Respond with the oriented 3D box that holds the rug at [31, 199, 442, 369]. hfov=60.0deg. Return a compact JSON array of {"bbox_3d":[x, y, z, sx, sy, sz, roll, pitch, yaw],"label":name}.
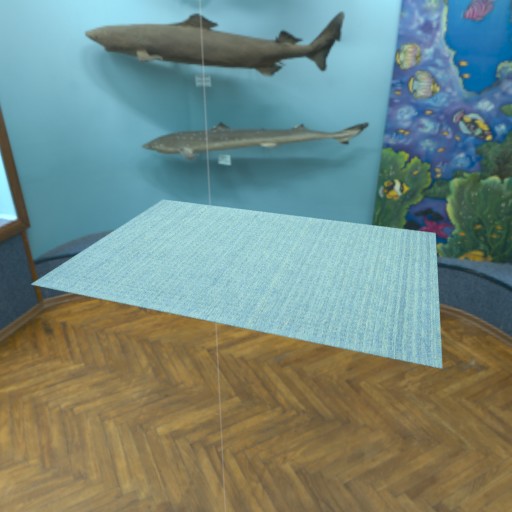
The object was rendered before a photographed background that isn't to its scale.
[{"bbox_3d":[0.000,0.000,3.752,2.895,0.006,1.982,9,28,17],"label":"rug"}]
